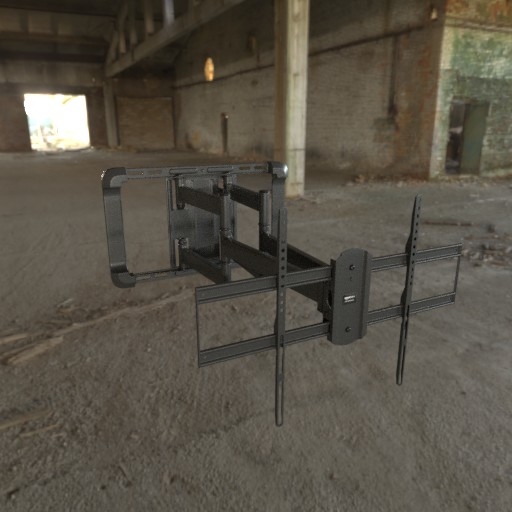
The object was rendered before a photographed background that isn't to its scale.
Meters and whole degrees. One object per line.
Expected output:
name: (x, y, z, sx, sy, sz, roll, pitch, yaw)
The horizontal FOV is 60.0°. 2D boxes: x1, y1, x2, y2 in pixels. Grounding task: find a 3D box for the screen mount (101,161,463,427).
screen mount: (0.000, 0.000, 1.342, 0.725, 0.483, 0.905, -8, 18, -26)
